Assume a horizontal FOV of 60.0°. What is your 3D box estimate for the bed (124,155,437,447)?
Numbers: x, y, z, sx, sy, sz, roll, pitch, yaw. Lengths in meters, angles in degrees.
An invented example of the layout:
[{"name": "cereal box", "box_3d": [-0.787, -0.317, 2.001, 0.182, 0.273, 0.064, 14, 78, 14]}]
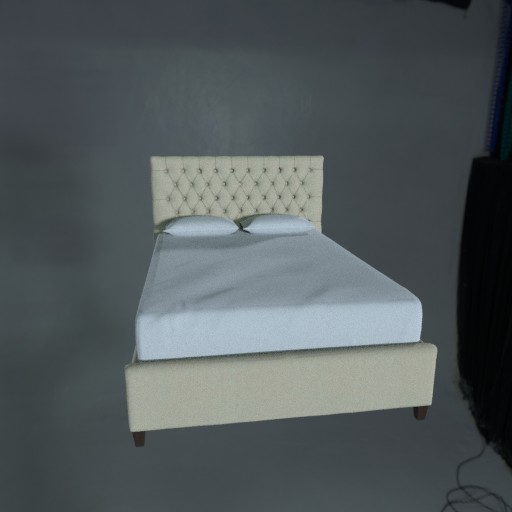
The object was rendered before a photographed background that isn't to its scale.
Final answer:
[{"name": "bed", "box_3d": [0.000, 0.000, 3.380, 1.698, 1.427, 2.387, -2, 14, -8]}]
